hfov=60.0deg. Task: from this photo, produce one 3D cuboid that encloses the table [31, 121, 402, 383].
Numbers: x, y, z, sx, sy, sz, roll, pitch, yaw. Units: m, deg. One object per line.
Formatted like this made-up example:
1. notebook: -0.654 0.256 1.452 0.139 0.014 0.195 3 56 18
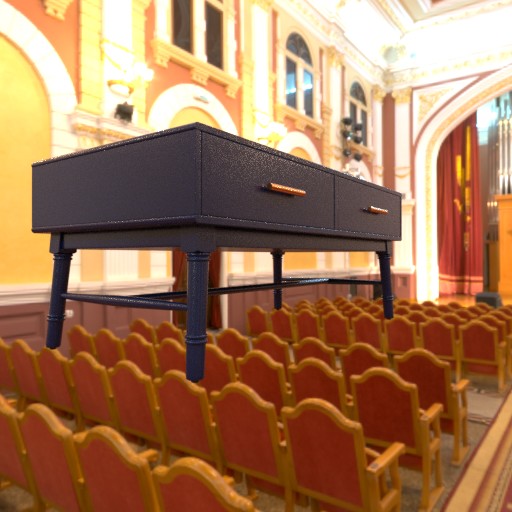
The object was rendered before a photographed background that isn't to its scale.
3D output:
1. table: 0.000 0.000 1.336 0.572 0.457 1.067 0 0 36
